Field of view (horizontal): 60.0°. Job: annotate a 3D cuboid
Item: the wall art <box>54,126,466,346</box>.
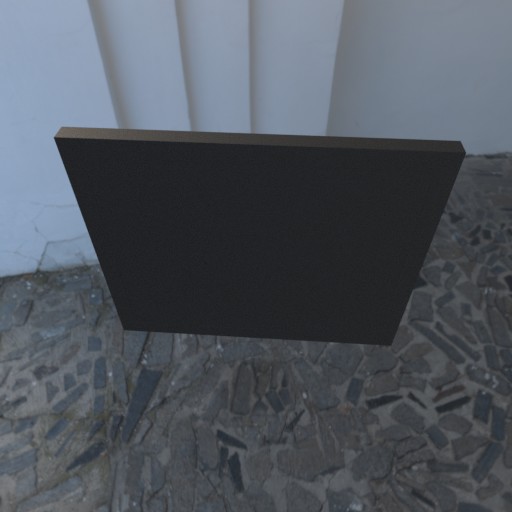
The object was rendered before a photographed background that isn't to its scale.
[{"bbox_3d":[0.000,0.000,0.770,0.558,0.457,0.029,3,45,3],"label":"wall art"}]
